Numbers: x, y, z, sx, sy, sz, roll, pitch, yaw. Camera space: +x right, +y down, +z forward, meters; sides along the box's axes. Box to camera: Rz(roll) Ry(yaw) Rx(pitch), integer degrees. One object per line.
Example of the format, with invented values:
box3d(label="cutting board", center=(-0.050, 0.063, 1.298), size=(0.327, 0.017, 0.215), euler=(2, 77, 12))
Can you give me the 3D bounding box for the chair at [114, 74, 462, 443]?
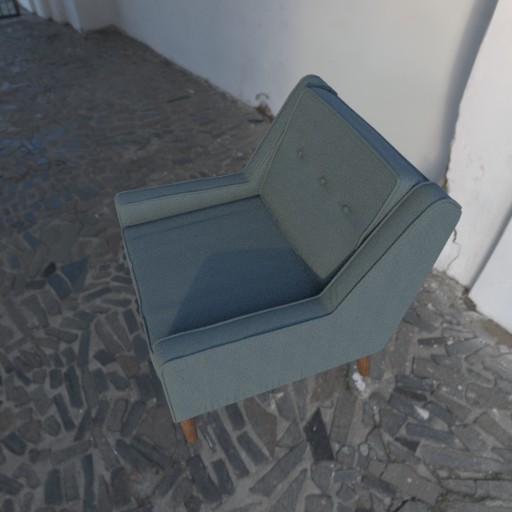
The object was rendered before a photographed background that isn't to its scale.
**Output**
box3d(label="chair", center=(0.000, 0.000, 1.327), size=(0.733, 0.780, 0.663), euler=(-16, 48, -14))
